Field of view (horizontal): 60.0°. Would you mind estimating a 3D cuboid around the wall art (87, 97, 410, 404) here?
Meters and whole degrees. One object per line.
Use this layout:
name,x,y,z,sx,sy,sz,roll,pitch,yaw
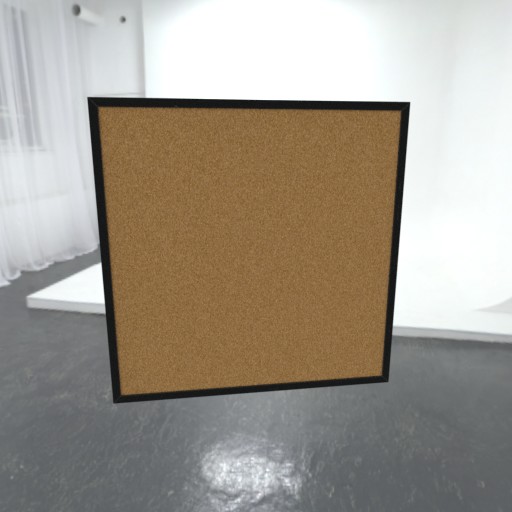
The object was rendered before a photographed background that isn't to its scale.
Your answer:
wall art,0.000,0.000,1.142,0.761,0.761,0.037,-2,14,-8
